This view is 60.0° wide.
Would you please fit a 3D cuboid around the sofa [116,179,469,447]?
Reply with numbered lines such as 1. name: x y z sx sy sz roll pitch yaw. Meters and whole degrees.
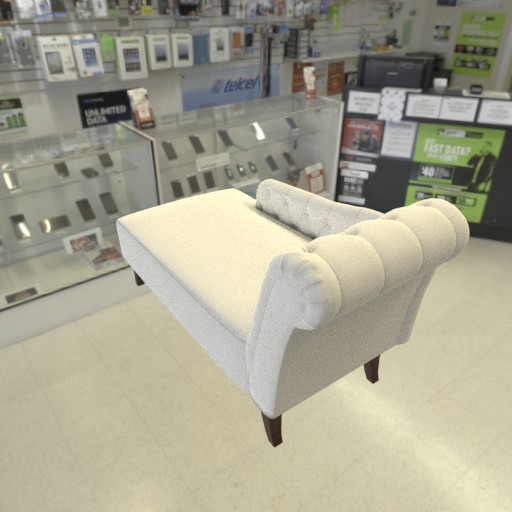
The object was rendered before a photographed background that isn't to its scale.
1. sofa: 0.000 0.000 1.774 0.675 0.787 1.379 -20 37 -30
